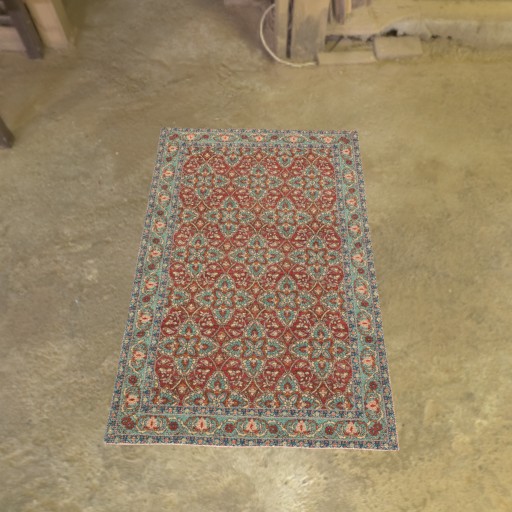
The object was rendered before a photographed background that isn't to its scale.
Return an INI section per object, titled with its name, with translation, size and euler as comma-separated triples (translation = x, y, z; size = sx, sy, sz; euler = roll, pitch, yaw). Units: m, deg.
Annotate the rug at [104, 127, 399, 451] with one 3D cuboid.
[rug]
translation = 0.000, 0.000, 2.286
size = 1.219, 0.009, 1.829
euler = 1, 59, 1
